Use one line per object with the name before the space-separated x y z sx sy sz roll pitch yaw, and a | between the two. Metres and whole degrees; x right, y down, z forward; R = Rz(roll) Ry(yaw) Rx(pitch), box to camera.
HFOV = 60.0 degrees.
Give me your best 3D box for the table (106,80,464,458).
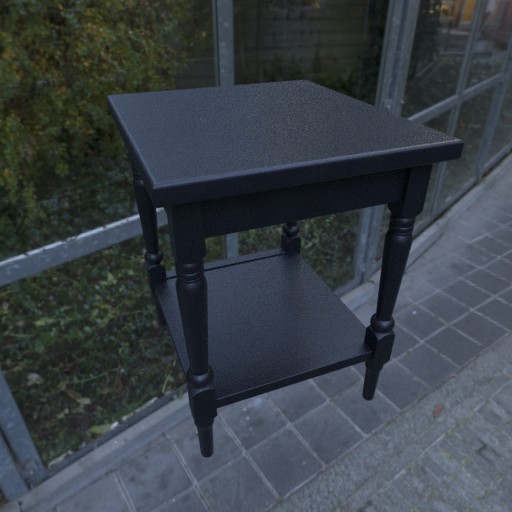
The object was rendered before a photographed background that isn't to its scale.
table | 0.000 0.000 0.897 0.442 0.565 0.488 -12 34 -18
